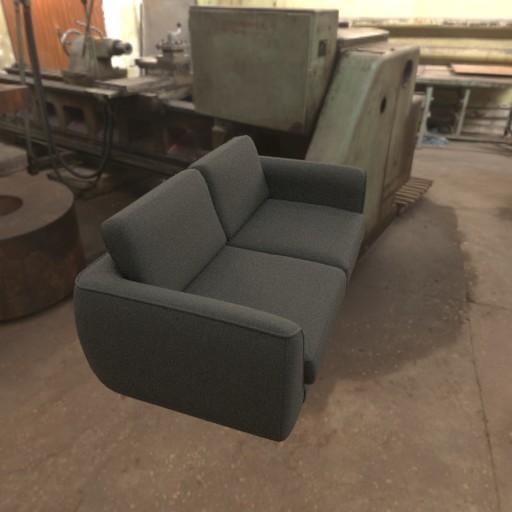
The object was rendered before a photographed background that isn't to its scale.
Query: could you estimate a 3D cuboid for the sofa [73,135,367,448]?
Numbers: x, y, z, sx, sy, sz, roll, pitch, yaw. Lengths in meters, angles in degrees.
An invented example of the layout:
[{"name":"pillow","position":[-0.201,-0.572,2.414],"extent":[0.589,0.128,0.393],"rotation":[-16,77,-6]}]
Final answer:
[{"name":"sofa","position":[0.000,0.000,2.205],"extent":[0.920,0.850,1.700],"rotation":[10,31,17]}]
